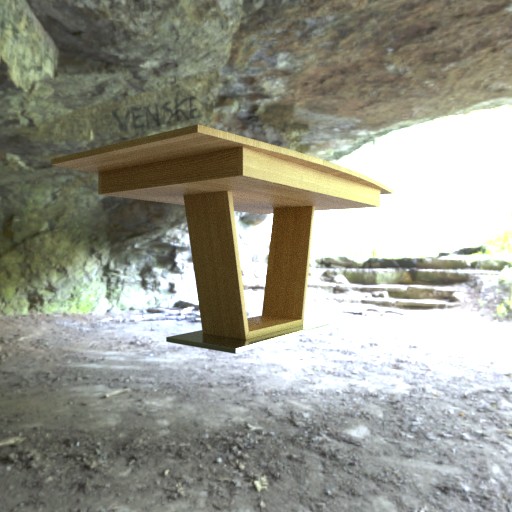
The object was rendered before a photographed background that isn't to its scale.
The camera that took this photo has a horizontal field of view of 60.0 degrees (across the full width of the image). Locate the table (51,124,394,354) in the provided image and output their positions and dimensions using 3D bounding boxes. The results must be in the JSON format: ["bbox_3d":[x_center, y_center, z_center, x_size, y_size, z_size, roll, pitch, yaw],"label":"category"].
[{"bbox_3d":[0.000,0.000,2.112,0.900,0.748,1.598,0,0,36],"label":"table"}]
